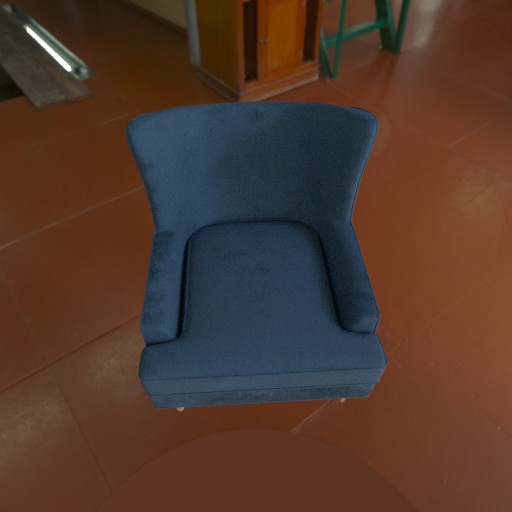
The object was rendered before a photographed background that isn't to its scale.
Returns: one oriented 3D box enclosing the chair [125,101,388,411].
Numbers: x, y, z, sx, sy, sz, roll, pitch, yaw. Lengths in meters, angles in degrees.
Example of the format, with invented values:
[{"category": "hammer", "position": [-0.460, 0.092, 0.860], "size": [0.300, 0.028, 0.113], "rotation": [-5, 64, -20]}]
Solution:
[{"category": "chair", "position": [0.000, 0.000, 1.633], "size": [0.793, 0.952, 0.910], "rotation": [-2, 47, -2]}]
